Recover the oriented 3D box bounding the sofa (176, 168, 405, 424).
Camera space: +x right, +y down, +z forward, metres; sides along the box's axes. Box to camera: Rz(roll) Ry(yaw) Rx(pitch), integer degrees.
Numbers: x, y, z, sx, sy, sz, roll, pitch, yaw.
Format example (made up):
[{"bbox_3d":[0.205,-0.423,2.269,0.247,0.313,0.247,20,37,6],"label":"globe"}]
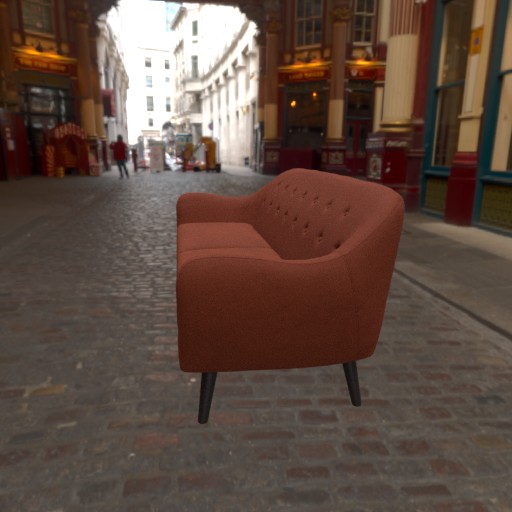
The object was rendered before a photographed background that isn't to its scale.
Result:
[{"bbox_3d":[0.000,0.000,2.289,0.820,0.836,1.840,-2,14,-10],"label":"sofa"}]
